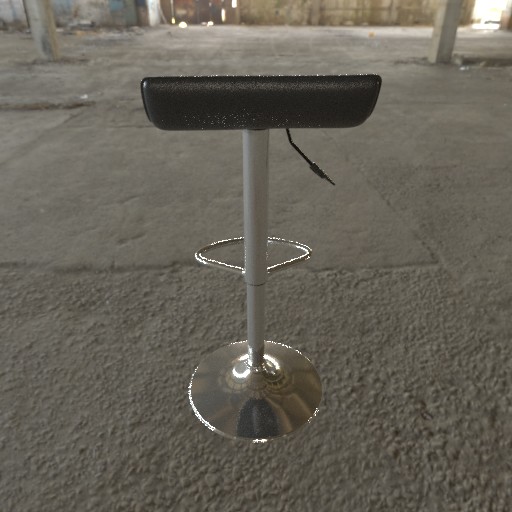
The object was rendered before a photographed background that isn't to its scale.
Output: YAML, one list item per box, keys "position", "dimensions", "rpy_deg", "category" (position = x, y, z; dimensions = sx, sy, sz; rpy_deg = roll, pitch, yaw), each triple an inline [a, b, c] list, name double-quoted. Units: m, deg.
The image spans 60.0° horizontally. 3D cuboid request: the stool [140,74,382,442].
- position: [0.000, 0.000, 1.051]
  dimensions: [0.381, 0.851, 0.381]
  rpy_deg: [-2, 30, -3]
  category: "stool"
